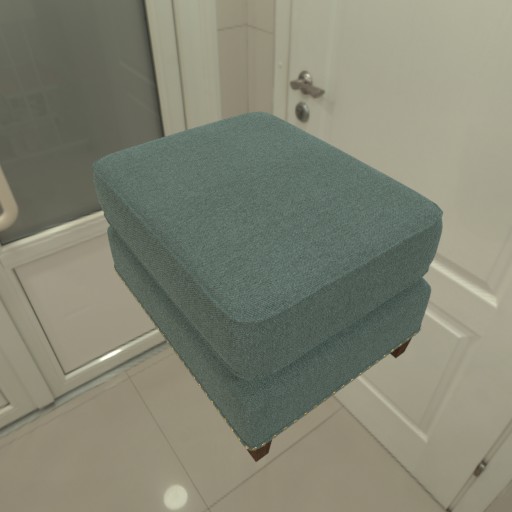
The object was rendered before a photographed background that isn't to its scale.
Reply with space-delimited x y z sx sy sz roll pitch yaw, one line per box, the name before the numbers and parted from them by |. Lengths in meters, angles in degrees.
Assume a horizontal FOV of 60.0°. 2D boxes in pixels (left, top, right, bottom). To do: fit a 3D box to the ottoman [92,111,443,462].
ottoman | 0.000 0.000 1.186 0.589 0.537 0.738 -26 47 -27
